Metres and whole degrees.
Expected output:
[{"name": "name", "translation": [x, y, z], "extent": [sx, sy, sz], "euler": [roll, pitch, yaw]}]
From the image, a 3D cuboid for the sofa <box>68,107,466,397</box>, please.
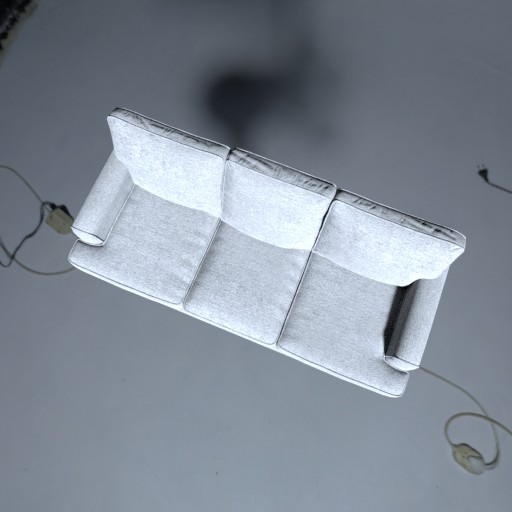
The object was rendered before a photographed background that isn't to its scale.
[{"name": "sofa", "translation": [0.000, 0.000, 2.684], "extent": [2.158, 0.965, 0.951], "euler": [21, 76, 6]}]
